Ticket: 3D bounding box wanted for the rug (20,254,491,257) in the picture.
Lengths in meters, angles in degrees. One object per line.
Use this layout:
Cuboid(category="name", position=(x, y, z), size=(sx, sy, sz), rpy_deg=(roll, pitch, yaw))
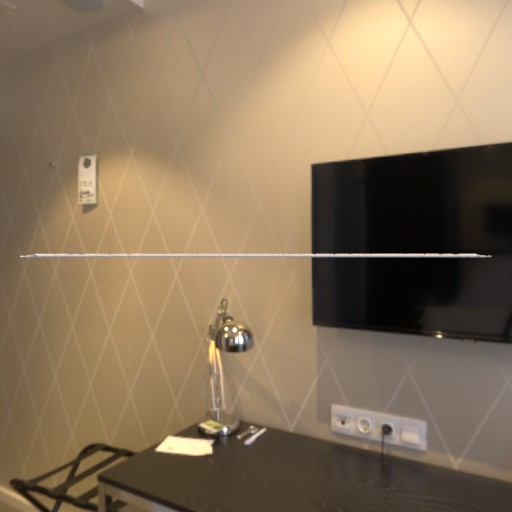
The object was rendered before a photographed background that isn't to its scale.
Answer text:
Cuboid(category="rug", position=(0.000, 0.000, 2.317), size=(1.847, 0.014, 1.230), rpy_deg=(0, 0, 1))
